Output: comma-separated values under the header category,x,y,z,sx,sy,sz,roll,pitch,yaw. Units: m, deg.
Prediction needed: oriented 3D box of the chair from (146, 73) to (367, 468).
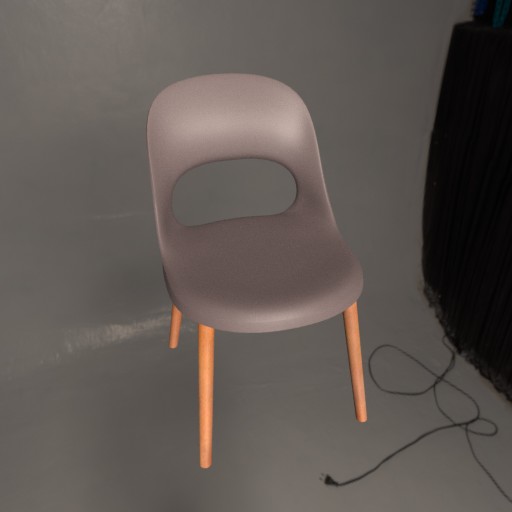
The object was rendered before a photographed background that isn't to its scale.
category,x,y,z,sx,sy,sz,roll,pitch,yaw
chair,0.000,0.000,1.125,0.470,0.794,0.556,-9,31,-16
